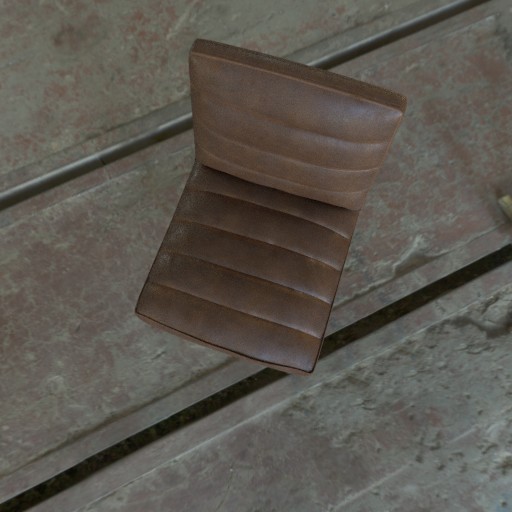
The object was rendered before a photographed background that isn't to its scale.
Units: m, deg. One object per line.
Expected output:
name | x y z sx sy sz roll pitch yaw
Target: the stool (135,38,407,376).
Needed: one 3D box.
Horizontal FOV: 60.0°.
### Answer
stool | 0.000 0.000 1.236 0.463 0.942 0.562 18 75 5
